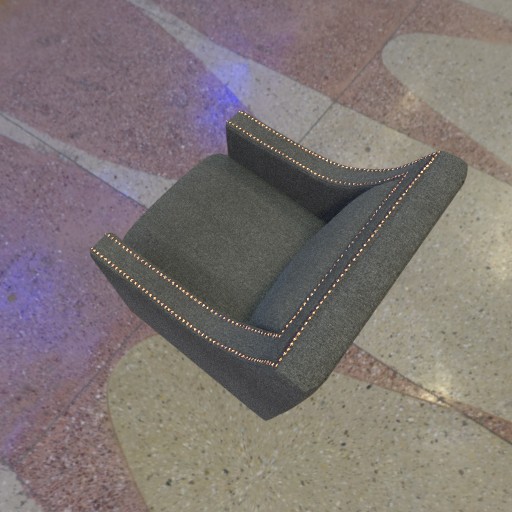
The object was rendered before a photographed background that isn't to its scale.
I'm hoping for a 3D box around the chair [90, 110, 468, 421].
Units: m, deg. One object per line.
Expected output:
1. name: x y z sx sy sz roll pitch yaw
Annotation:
1. chair: 0.000 0.000 1.584 0.884 0.967 0.776 35 68 16
